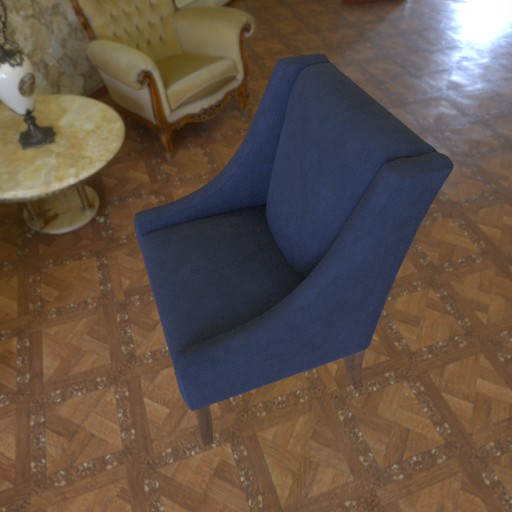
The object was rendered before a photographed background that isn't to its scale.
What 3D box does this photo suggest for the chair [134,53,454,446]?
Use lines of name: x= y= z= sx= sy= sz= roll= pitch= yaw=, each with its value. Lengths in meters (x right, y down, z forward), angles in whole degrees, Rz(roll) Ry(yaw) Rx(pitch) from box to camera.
chair: x=0.000 y=0.000 z=1.309 sx=0.629 sy=0.895 sz=0.629 roll=-15 pitch=48 yaw=-14
